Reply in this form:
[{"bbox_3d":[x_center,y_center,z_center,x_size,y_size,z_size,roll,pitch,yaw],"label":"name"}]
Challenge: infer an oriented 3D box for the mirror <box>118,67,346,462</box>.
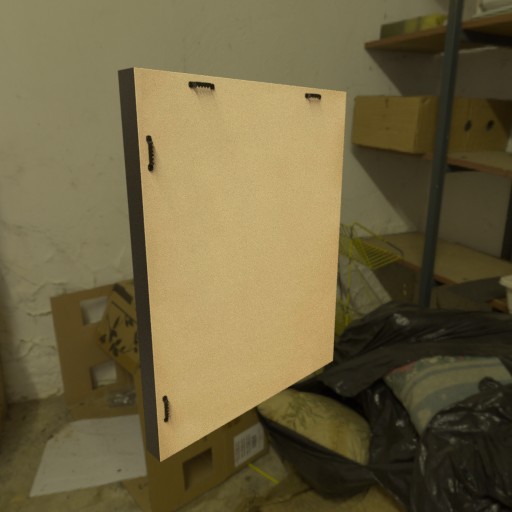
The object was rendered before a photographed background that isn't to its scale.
[{"bbox_3d":[0.000,0.000,0.696,0.406,0.509,0.041,-15,21,-43],"label":"mirror"}]
